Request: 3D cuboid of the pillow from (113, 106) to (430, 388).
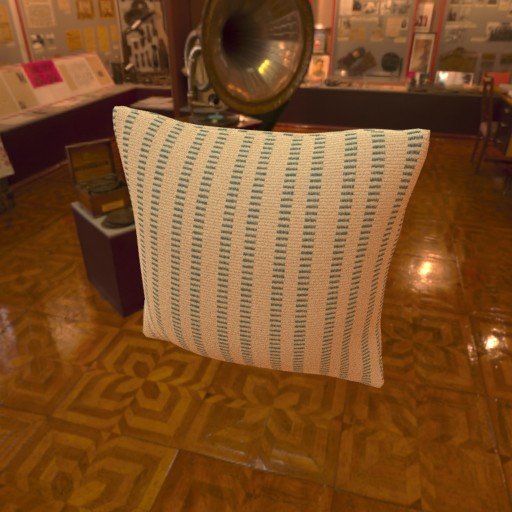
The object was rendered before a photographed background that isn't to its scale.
[{"bbox_3d":[0.000,0.000,0.680,0.438,0.419,0.247,9,32,15],"label":"pillow"}]
